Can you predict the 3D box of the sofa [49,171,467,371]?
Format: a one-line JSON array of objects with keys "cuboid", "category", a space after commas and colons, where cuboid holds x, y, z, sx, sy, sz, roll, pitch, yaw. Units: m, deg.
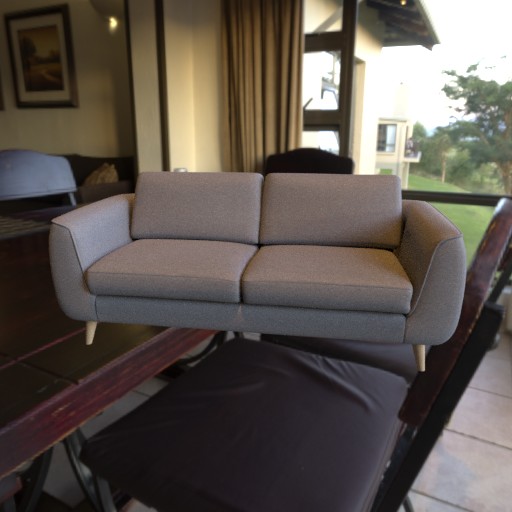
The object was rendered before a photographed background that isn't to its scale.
[{"cuboid": [0.000, 0.000, 2.522, 2.000, 0.870, 0.920, 3, 16, 9], "category": "sofa"}]
